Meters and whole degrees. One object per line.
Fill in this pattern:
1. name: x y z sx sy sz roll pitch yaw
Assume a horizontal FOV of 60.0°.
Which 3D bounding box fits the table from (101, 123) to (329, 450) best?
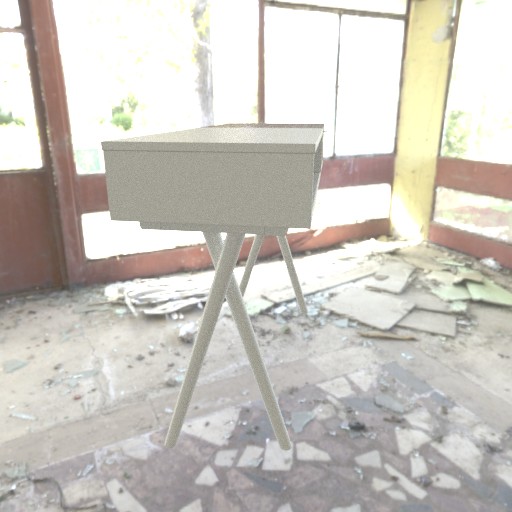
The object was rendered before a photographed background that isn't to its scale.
1. table: 0.000 0.000 1.424 0.418 0.785 1.066 3 19 9
